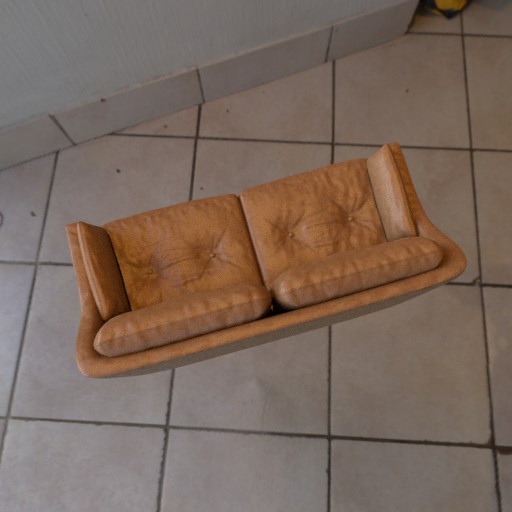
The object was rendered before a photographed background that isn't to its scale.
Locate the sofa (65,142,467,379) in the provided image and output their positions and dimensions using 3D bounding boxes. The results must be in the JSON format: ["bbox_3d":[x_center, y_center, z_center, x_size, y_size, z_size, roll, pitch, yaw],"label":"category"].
[{"bbox_3d":[0.000,0.000,2.419,1.902,0.839,0.904,-15,75,-4],"label":"sofa"}]
